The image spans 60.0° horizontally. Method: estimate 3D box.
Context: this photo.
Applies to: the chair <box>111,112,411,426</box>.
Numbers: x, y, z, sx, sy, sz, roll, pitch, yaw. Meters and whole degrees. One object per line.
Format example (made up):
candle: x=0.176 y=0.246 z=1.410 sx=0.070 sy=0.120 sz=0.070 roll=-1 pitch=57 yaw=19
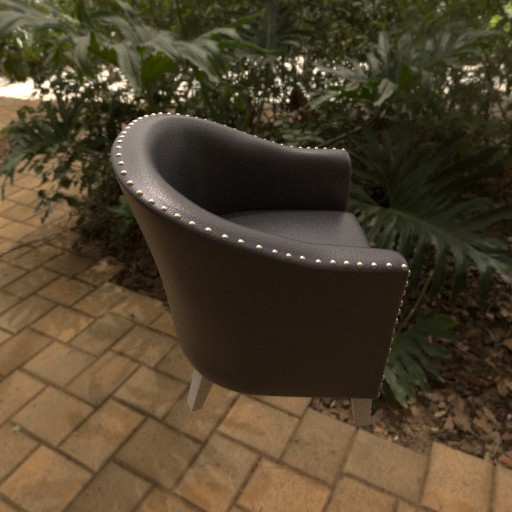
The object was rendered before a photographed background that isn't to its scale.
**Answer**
chair: x=0.000 y=0.000 z=1.427 sx=0.748 sy=0.823 sz=0.794 roll=0 pitch=33 yaw=-1
